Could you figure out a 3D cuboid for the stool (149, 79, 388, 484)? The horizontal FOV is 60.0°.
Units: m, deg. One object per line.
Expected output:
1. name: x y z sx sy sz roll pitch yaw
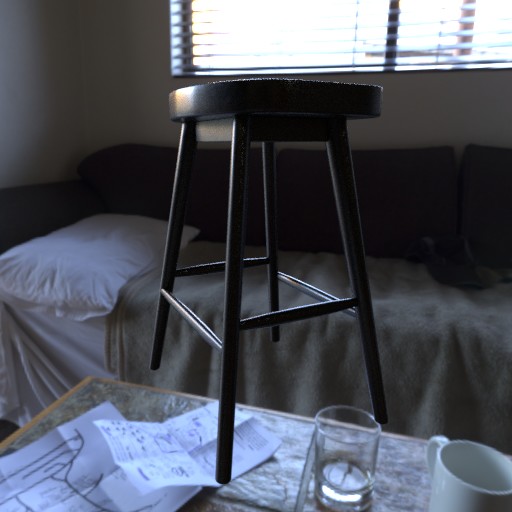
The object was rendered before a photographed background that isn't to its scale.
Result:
1. stool: 0.000 0.000 0.891 0.361 0.615 0.440 -7 16 -27
